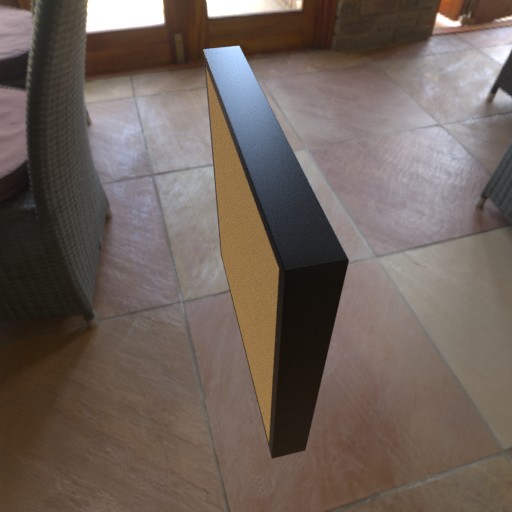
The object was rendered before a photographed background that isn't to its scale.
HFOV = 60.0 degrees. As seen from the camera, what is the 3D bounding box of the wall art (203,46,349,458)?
[{"bbox_3d":[0.000,0.000,0.454,0.037,0.299,0.299,-10,48,-9],"label":"wall art"}]
